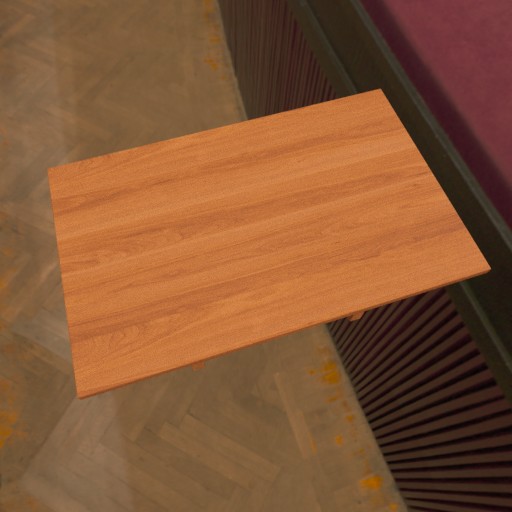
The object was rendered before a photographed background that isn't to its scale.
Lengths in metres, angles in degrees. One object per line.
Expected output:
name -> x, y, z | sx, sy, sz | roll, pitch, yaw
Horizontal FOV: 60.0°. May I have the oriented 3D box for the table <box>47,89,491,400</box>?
table -> 0.000, 0.000, 1.489 | 1.100, 0.510, 0.700 | -16, 64, -8
